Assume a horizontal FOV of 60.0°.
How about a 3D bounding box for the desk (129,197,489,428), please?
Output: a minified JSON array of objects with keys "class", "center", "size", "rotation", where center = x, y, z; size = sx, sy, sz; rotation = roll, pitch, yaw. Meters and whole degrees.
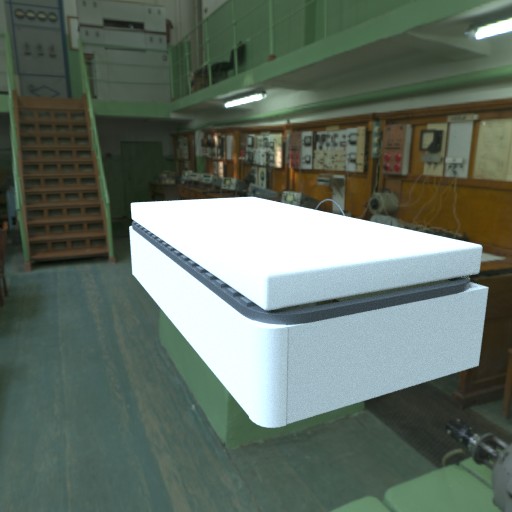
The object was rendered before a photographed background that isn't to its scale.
[{"class":"desk","center":[0.000,0.000,2.211],"size":[0.900,0.526,1.900],"rotation":[-6,15,-25]}]
